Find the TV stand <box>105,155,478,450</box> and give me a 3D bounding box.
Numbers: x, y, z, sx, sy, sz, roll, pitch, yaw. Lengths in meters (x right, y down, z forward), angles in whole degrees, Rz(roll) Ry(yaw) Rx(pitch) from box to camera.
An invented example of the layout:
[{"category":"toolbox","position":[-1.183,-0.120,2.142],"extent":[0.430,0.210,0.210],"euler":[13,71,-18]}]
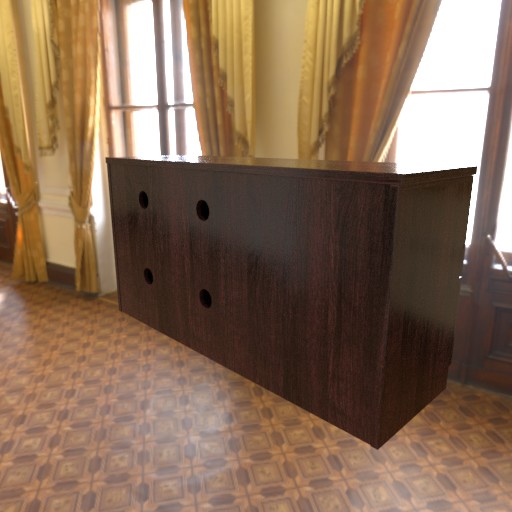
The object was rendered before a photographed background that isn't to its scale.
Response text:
[{"category":"TV stand","position":[0.000,0.000,1.458],"extent":[0.404,0.614,1.192],"euler":[-14,20,-43]}]
